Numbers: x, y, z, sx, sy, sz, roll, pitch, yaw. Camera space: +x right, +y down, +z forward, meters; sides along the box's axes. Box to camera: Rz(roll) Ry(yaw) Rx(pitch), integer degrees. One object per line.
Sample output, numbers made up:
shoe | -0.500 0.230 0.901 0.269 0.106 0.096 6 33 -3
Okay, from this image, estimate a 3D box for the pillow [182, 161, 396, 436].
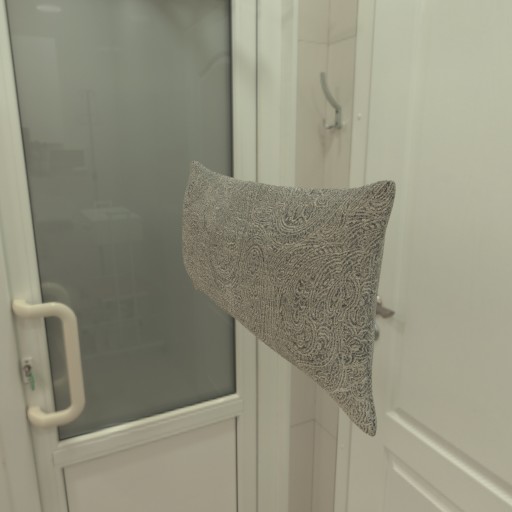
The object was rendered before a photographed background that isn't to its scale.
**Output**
pillow | 0.000 0.000 0.743 0.151 0.295 0.615 -7 16 -26
